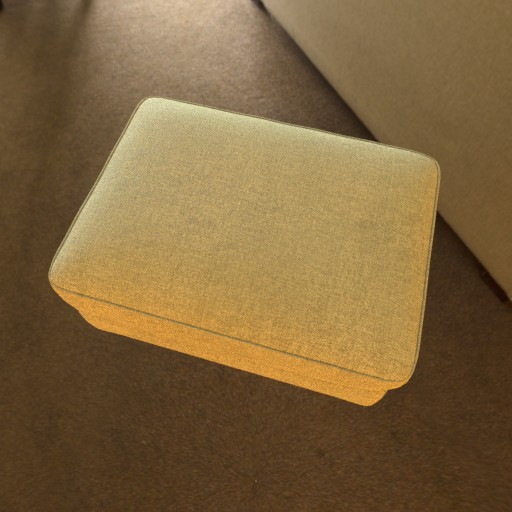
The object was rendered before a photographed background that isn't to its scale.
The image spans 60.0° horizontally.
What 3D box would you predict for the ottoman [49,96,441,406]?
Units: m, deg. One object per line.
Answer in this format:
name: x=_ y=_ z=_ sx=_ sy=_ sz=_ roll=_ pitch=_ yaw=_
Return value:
ottoman: x=0.000 y=0.000 z=1.317 sx=0.889 sy=0.561 sz=0.661 roll=14 pitch=64 yaw=7
